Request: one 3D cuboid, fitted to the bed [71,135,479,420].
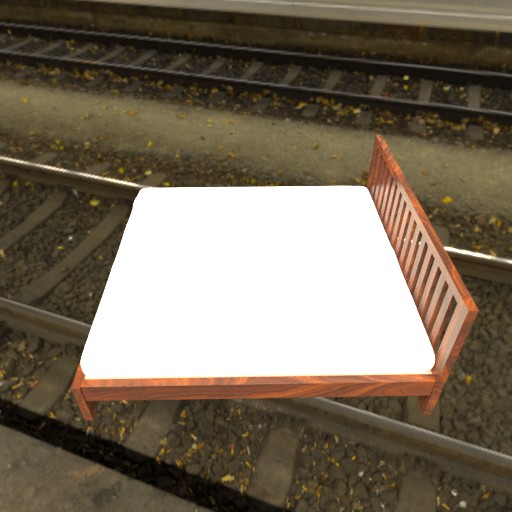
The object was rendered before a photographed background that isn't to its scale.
[{"bbox_3d":[0.000,0.000,3.055,2.030,0.890,1.905,-1,40,-1],"label":"bed"}]
